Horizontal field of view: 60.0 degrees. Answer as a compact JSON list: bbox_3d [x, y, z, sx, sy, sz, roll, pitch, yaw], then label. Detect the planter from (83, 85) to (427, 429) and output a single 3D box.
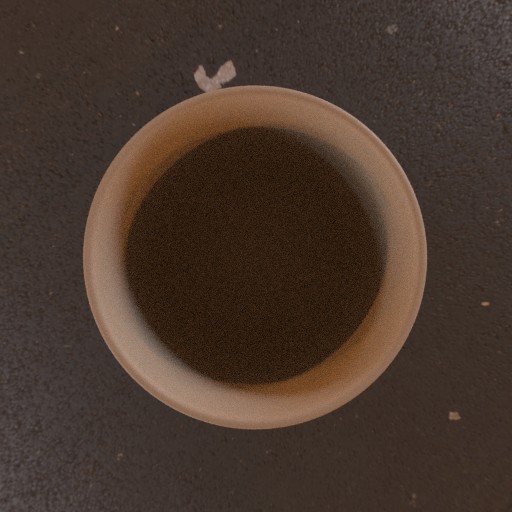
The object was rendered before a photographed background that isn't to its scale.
[{"bbox_3d":[0.000,0.000,0.213,0.124,0.109,0.124,0,91,1],"label":"planter"}]
